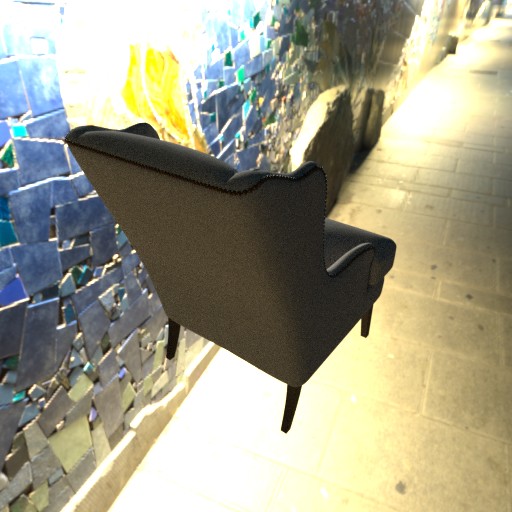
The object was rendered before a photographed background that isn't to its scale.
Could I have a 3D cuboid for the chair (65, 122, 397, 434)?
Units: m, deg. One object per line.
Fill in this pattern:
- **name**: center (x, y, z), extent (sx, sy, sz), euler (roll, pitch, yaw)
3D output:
- **chair**: center (0.000, 0.000, 1.625), extent (0.737, 1.029, 0.940), euler (22, 37, 32)
